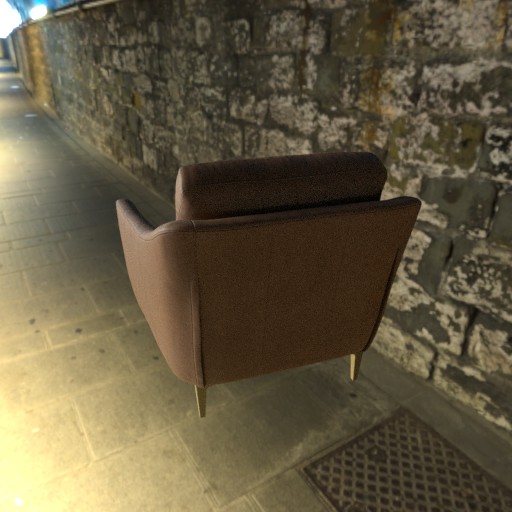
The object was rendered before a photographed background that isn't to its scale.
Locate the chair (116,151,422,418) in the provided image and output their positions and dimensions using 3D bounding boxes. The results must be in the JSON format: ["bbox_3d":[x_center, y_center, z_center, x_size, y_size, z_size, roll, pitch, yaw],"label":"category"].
[{"bbox_3d":[0.000,0.000,1.746,0.988,0.895,0.963,-8,27,-17],"label":"chair"}]
